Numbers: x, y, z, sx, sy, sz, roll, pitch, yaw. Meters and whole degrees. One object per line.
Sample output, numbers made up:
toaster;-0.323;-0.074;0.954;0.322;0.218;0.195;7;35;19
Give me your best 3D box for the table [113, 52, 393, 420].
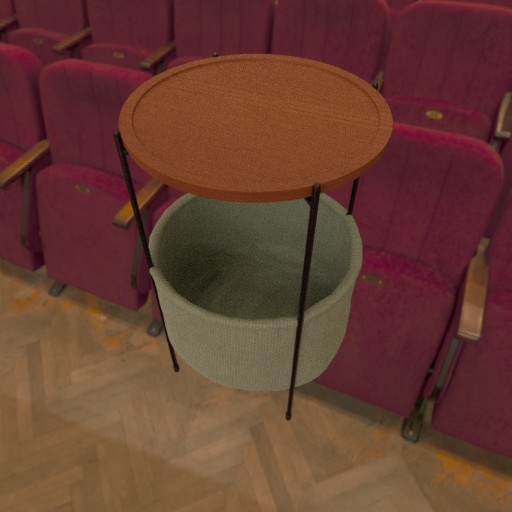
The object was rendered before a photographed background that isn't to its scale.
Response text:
table;0.000;0.000;0.859;0.400;0.623;0.400;18;49;17
